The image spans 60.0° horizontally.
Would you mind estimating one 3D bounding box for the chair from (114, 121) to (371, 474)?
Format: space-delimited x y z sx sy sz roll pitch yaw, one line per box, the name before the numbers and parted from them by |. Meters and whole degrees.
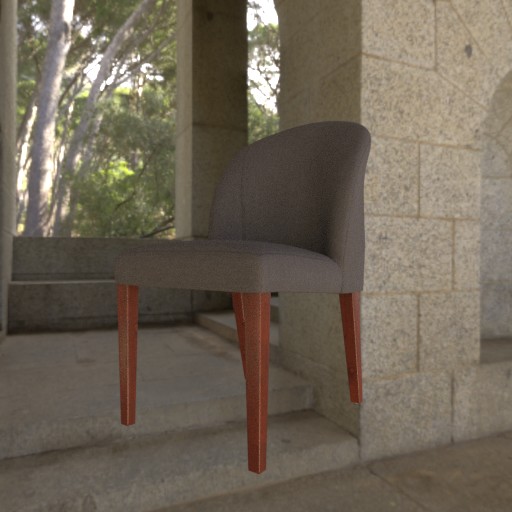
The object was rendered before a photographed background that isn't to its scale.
chair | 0.000 0.000 1.246 0.506 0.879 0.619 0 0 36
